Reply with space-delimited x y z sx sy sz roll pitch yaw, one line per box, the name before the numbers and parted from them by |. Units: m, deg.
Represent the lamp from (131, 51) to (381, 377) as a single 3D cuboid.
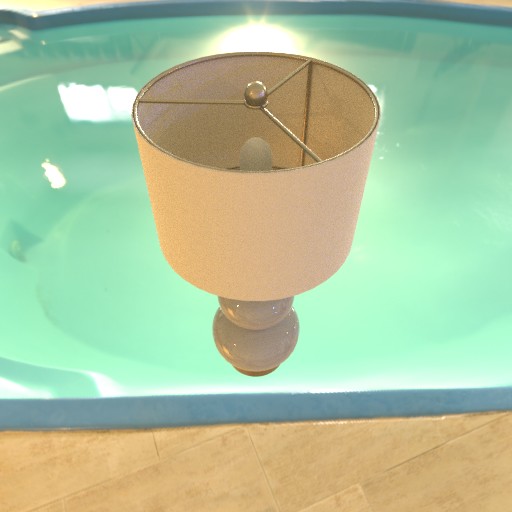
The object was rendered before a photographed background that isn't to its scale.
lamp | 0.000 0.000 0.908 0.367 0.730 0.367 -12 48 -11
